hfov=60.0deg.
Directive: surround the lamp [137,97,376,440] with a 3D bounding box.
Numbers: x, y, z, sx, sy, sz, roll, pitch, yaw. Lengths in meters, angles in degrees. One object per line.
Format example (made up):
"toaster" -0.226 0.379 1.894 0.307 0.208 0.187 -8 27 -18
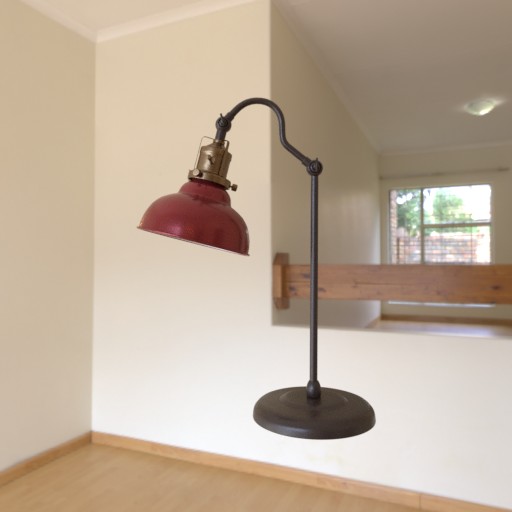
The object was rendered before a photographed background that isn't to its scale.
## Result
"lamp" 0.000 0.000 0.707 0.374 0.508 0.192 0 -1 -1
